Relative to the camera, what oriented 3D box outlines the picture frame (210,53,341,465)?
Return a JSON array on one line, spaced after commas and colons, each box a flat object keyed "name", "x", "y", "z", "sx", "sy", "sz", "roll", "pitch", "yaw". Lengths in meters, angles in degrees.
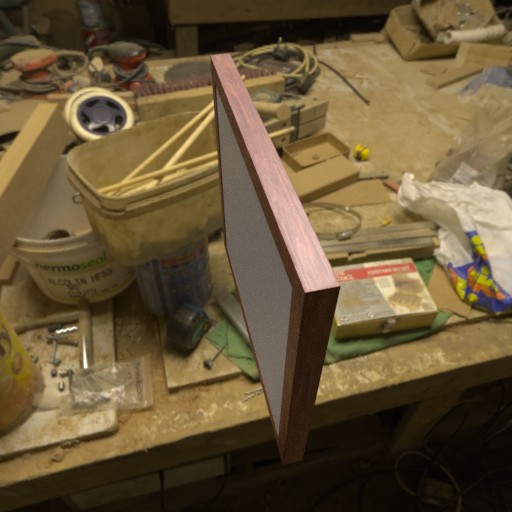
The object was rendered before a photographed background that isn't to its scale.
[{"name": "picture frame", "x": 0.000, "y": 0.000, "z": 0.539, "sx": 0.025, "sy": 0.330, "sz": 0.381, "roll": -10, "pitch": 48, "yaw": -9}]
